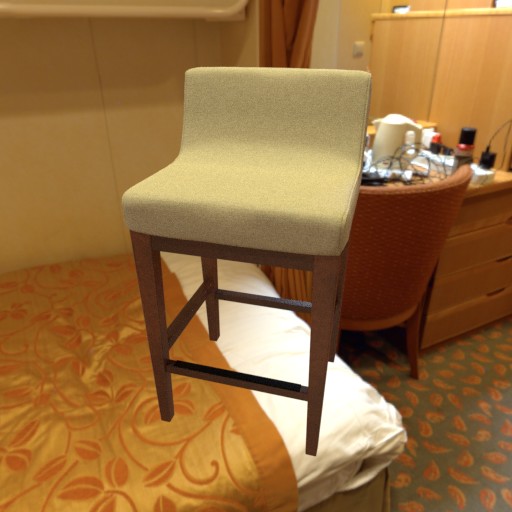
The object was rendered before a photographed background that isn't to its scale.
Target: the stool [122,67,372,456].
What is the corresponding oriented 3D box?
[{"bbox_3d":[0.000,0.000,1.230,0.511,0.937,0.500,7,28,14],"label":"stool"}]
